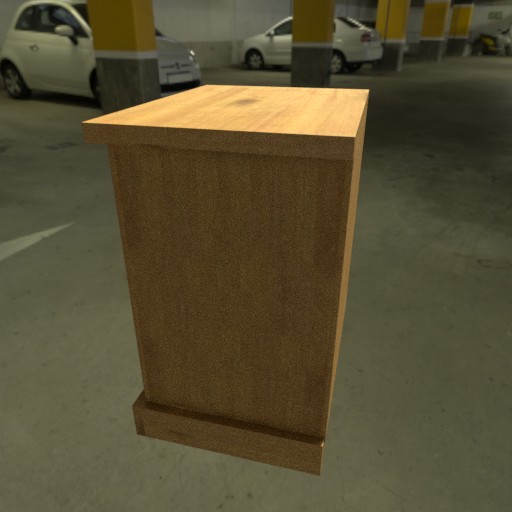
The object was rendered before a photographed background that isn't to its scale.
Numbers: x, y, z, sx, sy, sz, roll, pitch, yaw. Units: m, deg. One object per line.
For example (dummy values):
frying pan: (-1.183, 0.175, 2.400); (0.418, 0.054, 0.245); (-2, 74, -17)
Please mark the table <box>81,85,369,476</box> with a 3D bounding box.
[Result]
table: (0.000, 0.000, 1.230); (0.500, 0.813, 0.660); (7, 28, 13)
